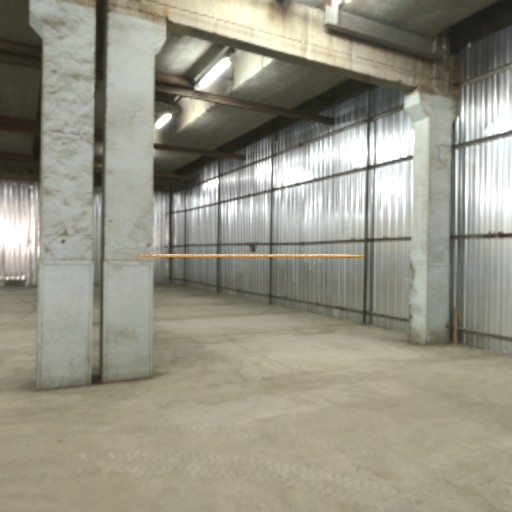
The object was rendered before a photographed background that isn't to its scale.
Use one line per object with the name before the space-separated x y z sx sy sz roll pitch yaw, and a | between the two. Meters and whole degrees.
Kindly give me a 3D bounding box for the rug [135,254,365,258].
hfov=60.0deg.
rug | 0.000 0.000 2.498 0.704 0.014 2.294 0 0 1
